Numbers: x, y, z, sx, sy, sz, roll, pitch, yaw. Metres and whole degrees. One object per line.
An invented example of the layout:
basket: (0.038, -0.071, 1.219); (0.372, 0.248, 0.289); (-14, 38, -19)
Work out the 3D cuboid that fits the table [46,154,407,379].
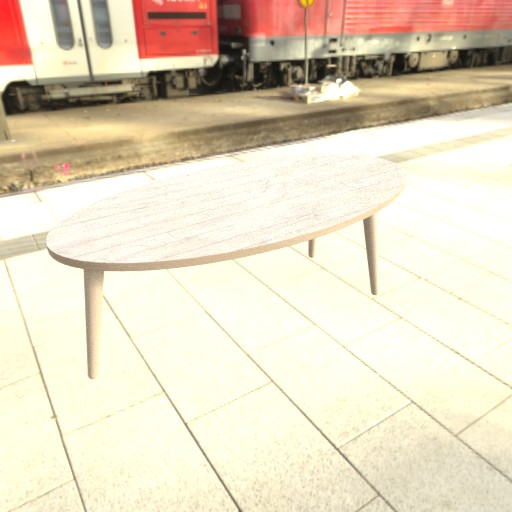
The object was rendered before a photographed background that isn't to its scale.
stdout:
table: (0.000, 0.000, 1.307); (1.083, 0.390, 0.542); (-19, 34, -30)
